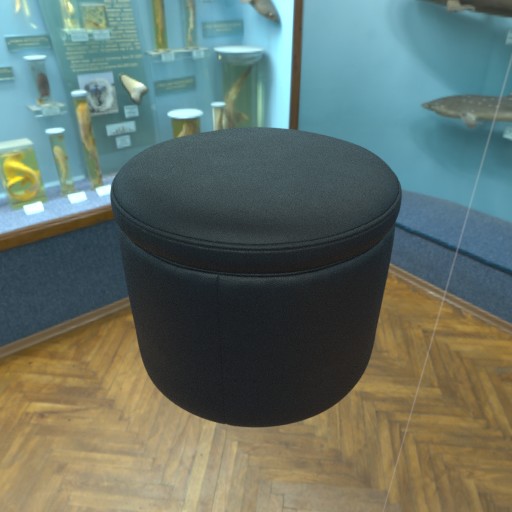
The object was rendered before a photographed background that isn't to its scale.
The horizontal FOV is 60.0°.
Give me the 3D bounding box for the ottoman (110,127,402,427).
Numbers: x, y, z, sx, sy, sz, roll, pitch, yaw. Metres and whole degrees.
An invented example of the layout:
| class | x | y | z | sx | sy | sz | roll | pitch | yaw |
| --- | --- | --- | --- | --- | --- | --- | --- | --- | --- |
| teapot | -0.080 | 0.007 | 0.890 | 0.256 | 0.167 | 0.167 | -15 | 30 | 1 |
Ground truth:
| class | x | y | z | sx | sy | sz | roll | pitch | yaw |
| --- | --- | --- | --- | --- | --- | --- | --- | --- | --- |
| ottoman | 0.000 | 0.000 | 0.874 | 0.501 | 0.409 | 0.501 | 0 | 32 | 0 |
